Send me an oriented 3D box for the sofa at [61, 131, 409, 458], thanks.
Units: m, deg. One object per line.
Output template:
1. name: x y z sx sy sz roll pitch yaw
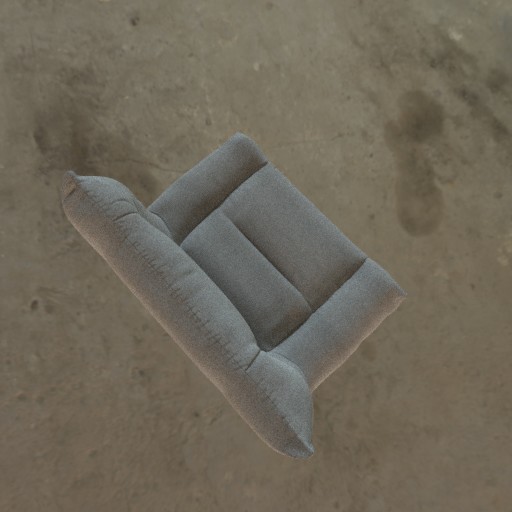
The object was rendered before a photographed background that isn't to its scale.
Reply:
1. sofa: 0.000 0.000 1.710 0.847 0.795 1.144 -42 80 -9
